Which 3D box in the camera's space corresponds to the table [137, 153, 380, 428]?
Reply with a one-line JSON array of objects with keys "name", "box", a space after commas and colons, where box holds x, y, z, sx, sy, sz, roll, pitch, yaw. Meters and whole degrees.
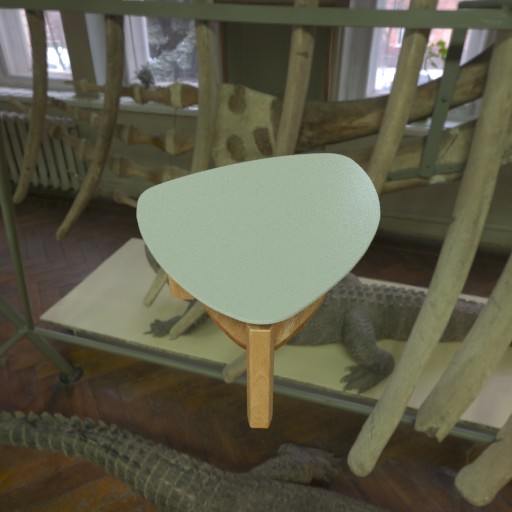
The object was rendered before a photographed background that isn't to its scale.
[{"name": "table", "box": [0.000, 0.000, 1.672, 0.850, 0.440, 1.250, 9, 32, 15]}]
